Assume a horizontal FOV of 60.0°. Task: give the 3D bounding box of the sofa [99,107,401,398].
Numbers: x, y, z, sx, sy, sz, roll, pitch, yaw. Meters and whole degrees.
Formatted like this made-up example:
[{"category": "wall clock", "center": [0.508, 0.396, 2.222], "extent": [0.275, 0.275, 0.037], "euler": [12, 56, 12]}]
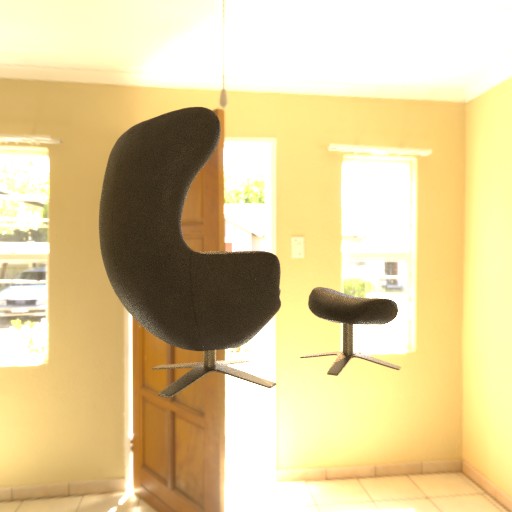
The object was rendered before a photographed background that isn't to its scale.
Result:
[{"category": "sofa", "center": [0.000, 0.000, 2.160], "extent": [1.444, 1.135, 0.894], "euler": [0, 1, -17]}]
